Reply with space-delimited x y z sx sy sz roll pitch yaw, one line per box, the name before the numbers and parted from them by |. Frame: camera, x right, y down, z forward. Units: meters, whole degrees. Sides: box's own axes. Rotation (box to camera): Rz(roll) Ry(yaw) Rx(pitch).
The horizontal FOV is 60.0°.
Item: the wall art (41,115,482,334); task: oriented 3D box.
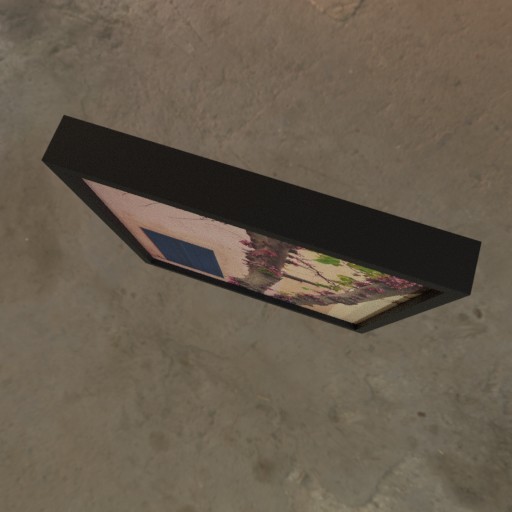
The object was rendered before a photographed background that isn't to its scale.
wall art | 0.000 0.000 0.450 0.305 0.304 0.038 18 76 5
